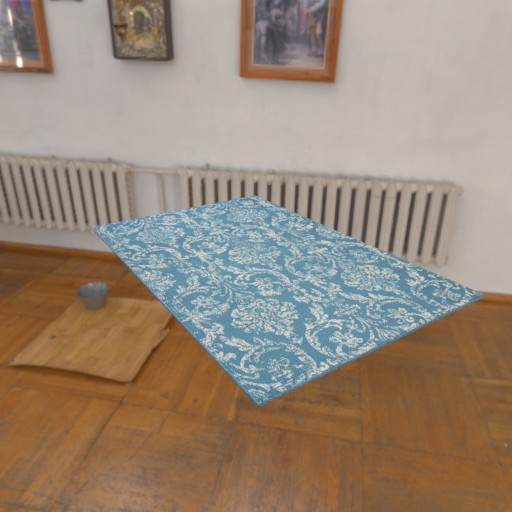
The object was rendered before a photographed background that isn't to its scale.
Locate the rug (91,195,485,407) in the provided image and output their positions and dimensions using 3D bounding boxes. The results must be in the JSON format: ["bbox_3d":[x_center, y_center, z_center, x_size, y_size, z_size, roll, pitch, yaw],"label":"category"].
[{"bbox_3d":[0.000,0.000,3.506,1.816,0.018,2.746,-16,29,-30],"label":"rug"}]
